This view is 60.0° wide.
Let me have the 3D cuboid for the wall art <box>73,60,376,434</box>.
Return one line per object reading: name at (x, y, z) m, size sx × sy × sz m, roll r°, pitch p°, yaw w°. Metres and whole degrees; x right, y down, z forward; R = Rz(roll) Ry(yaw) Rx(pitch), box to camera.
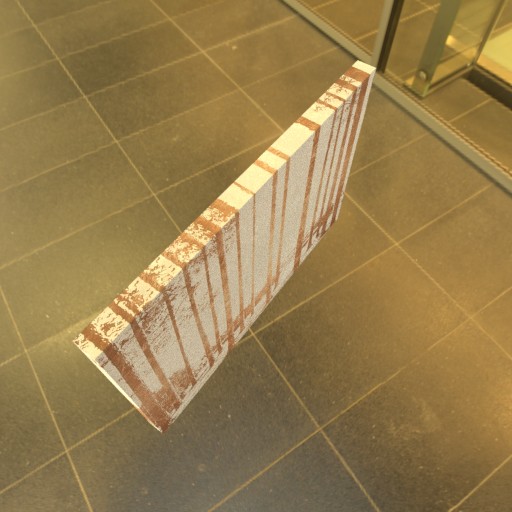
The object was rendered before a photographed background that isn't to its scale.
wall art at (0.000, 0.000, 0.768) m, size 0.035 × 0.405 × 0.609 m, roll 32°, pitch 63°, yaw 19°
